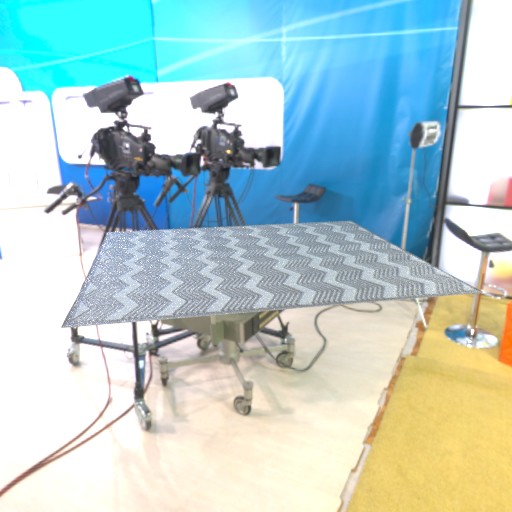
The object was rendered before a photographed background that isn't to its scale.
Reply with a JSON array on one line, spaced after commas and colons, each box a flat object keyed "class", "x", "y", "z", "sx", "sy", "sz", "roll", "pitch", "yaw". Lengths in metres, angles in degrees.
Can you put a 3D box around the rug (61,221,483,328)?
[{"class": "rug", "x": 0.000, "y": 0.000, "z": 4.050, "sx": 2.880, "sy": 0.005, "sz": 2.391, "roll": -3, "pitch": 18, "yaw": -11}]
